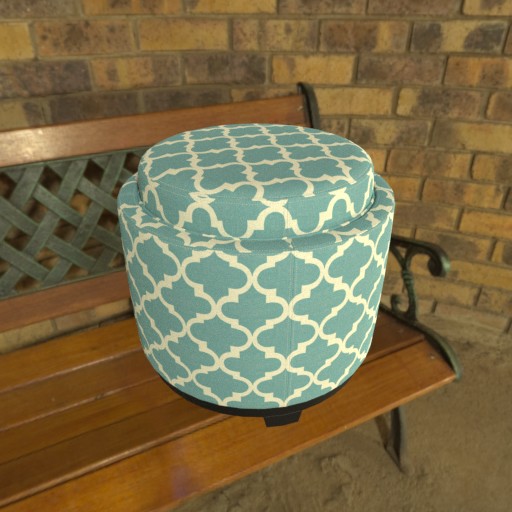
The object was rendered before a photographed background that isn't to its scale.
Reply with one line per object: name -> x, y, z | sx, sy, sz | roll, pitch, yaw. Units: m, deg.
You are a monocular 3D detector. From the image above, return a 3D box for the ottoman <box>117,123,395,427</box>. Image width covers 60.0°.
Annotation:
ottoman -> 0.000, 0.000, 0.851 | 0.480, 0.429, 0.480 | 0, 31, 0
